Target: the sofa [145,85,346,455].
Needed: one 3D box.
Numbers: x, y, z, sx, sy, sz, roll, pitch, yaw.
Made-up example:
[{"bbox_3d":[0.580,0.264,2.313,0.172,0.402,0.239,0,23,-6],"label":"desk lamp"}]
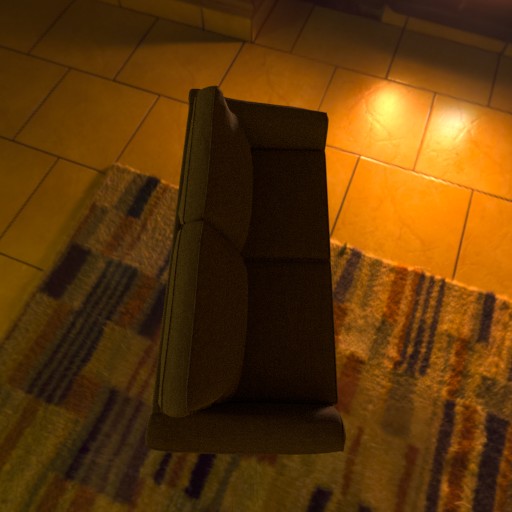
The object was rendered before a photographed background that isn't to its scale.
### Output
[{"bbox_3d":[0.000,0.000,2.754,0.971,0.950,2.270,1,64,1],"label":"sofa"}]
